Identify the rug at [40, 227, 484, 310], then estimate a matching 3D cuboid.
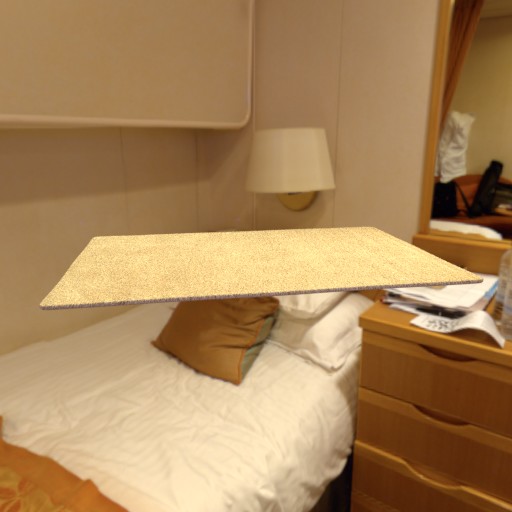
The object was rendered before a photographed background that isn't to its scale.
[{"bbox_3d":[0.000,0.000,2.995,2.349,0.025,1.500,-3,16,-10],"label":"rug"}]
